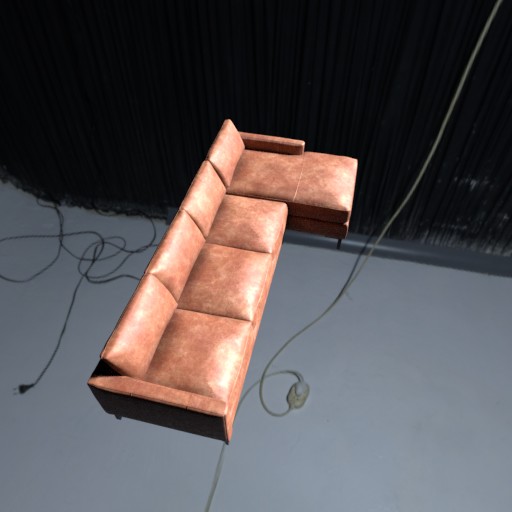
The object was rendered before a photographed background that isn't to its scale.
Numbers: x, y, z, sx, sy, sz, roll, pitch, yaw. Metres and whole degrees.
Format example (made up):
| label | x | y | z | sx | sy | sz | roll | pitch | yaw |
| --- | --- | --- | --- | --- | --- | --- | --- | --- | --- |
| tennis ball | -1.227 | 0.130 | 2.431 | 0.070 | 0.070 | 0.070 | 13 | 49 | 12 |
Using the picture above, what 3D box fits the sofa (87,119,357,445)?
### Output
| label | x | y | z | sx | sy | sz | roll | pitch | yaw |
| --- | --- | --- | --- | --- | --- | --- | --- | --- | --- |
| sofa | 0.000 | 0.000 | 3.759 | 1.471 | 0.859 | 2.993 | 10 | 49 | 9 |
